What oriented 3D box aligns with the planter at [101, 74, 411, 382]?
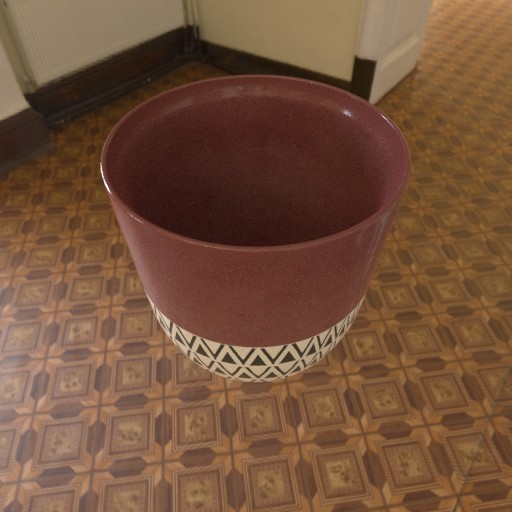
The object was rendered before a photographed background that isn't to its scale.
[{"bbox_3d":[0.000,0.000,0.362,0.195,0.214,0.195,0,47,0],"label":"planter"}]
